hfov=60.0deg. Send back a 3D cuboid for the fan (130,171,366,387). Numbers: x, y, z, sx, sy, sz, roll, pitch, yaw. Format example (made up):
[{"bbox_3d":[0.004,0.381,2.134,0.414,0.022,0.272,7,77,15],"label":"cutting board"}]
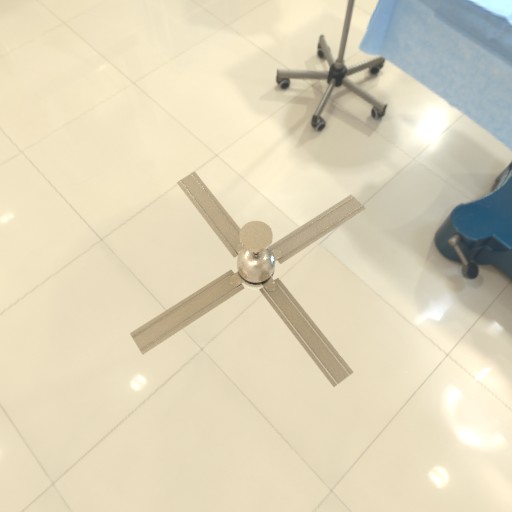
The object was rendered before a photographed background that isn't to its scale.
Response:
[{"bbox_3d":[0.000,0.000,2.090,1.346,0.406,1.346,-34,68,-15],"label":"fan"}]
